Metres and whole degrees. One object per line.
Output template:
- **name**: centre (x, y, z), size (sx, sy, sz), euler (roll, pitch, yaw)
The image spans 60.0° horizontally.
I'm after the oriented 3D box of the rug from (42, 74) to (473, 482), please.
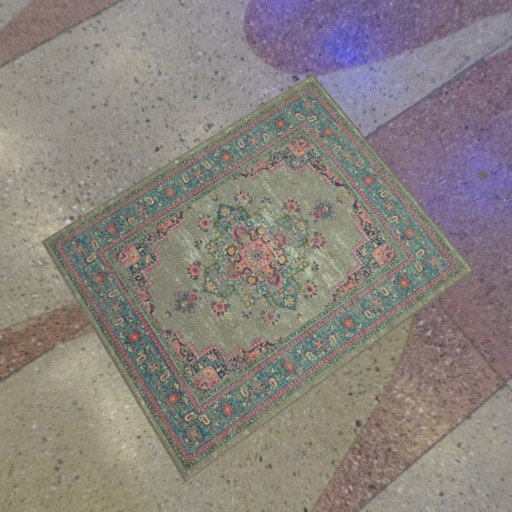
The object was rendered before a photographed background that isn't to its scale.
- **rug**: centre (0.000, 0.000, 3.988), size (3.057, 0.013, 2.434), euler (-34, 79, -8)
